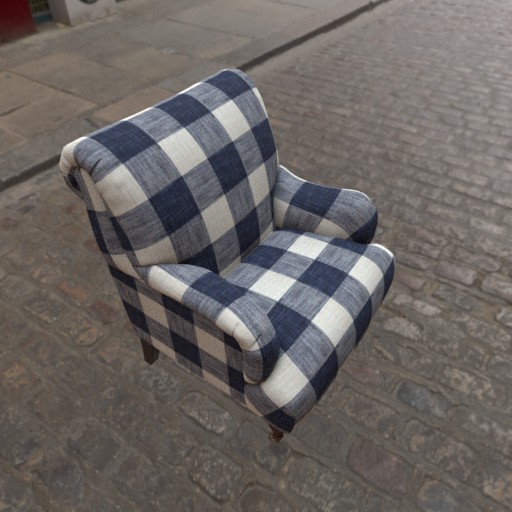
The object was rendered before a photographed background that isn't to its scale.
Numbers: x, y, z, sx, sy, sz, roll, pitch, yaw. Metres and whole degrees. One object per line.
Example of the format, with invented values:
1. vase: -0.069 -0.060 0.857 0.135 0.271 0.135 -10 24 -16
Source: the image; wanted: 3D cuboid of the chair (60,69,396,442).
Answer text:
1. chair: 0.000 0.000 1.546 0.848 0.953 0.781 25 47 25
